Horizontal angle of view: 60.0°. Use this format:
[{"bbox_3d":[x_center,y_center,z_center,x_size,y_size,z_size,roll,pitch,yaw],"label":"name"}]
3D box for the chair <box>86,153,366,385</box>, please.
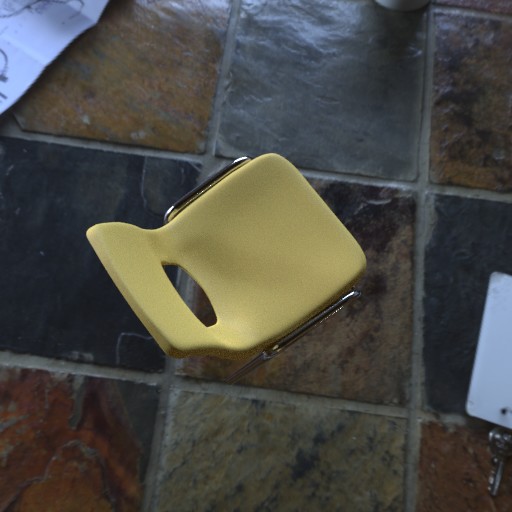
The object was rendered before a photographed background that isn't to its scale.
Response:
[{"bbox_3d":[0.000,0.000,0.909,0.436,0.653,0.381,-36,79,-8],"label":"chair"}]
